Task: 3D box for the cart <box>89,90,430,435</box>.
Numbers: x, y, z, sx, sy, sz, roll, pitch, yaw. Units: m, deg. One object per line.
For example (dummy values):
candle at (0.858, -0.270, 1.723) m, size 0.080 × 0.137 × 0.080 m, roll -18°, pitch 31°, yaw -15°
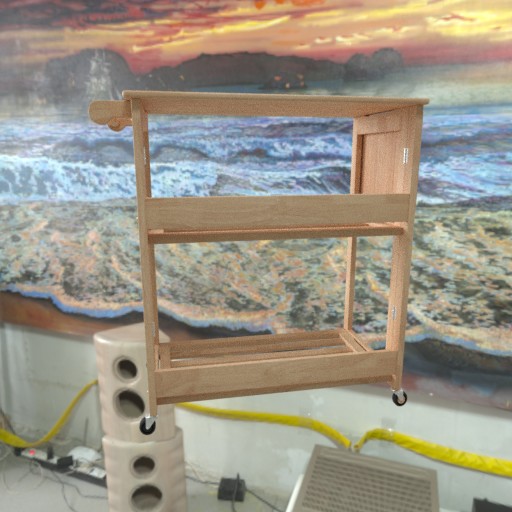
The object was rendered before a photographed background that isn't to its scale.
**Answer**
cart at (0.000, 0.000, 1.346) m, size 0.853 × 0.879 × 0.432 m, roll -2°, pitch 13°, yaw -11°
